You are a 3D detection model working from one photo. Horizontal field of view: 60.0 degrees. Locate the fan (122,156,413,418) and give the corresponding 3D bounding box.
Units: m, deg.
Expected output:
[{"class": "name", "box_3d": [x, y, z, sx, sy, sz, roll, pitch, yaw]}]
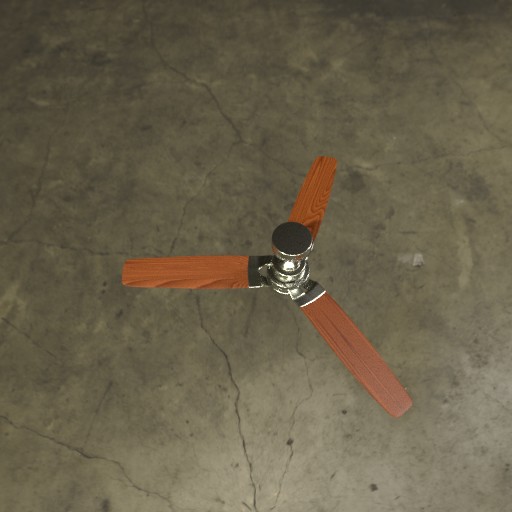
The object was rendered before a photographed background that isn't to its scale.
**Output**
[{"class": "fan", "box_3d": [0.000, 0.000, 2.060, 1.271, 0.410, 1.416, 0, 59, 0]}]
